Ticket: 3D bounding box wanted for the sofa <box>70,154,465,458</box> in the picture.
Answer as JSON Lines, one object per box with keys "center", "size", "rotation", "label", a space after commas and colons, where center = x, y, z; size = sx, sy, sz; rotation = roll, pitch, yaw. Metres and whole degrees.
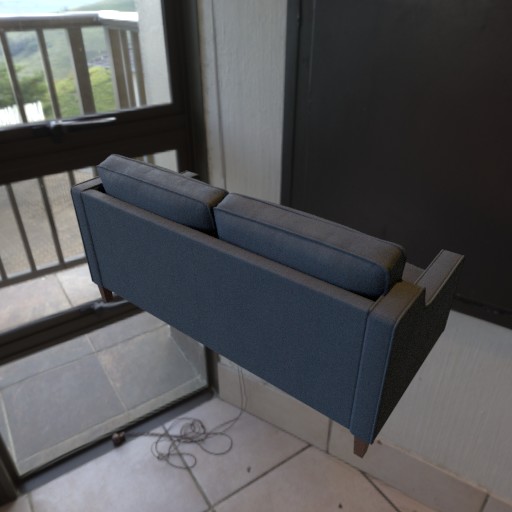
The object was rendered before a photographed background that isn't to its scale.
{"center": [0.000, 0.000, 2.777], "size": [2.178, 1.071, 1.066], "rotation": [22, 37, 32], "label": "sofa"}
